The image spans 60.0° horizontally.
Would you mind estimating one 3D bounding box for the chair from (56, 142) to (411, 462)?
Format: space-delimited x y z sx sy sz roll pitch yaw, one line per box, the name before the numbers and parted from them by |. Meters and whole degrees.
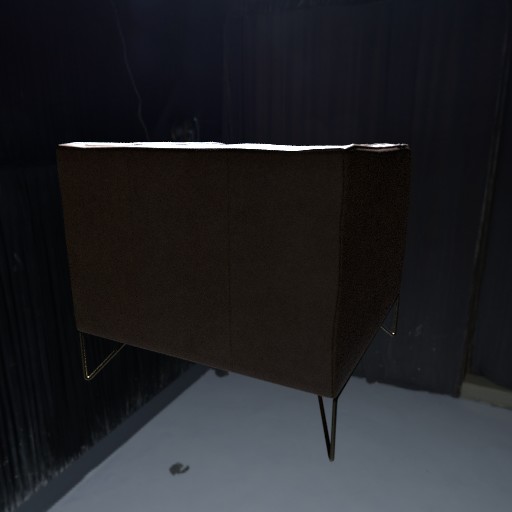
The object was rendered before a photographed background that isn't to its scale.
chair | 0.000 0.000 1.603 0.920 0.797 0.912 8 17 26
